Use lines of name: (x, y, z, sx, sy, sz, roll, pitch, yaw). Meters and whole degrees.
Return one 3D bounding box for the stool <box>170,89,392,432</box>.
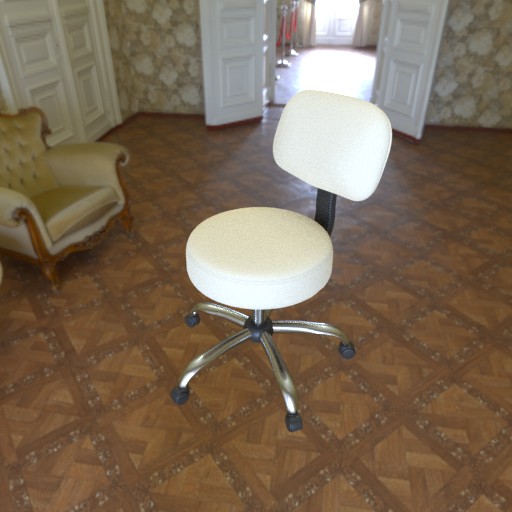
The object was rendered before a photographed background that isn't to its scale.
stool: (0.000, 0.000, 1.261, 0.616, 0.810, 0.609, -22, 38, -31)
